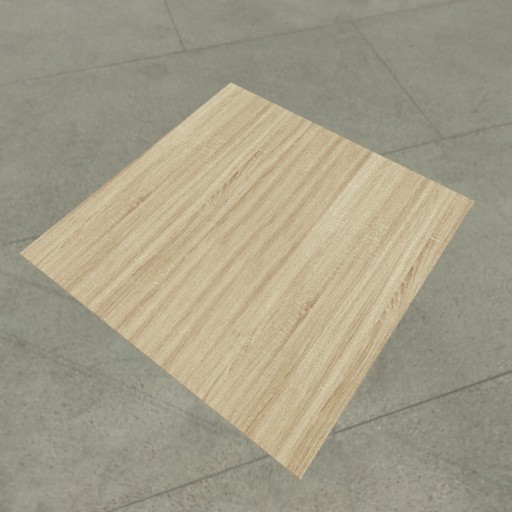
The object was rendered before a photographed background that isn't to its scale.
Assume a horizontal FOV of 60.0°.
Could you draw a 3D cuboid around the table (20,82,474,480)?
[{"bbox_3d":[0.000,0.000,1.344,0.890,0.305,0.890,32,63,19],"label":"table"}]
